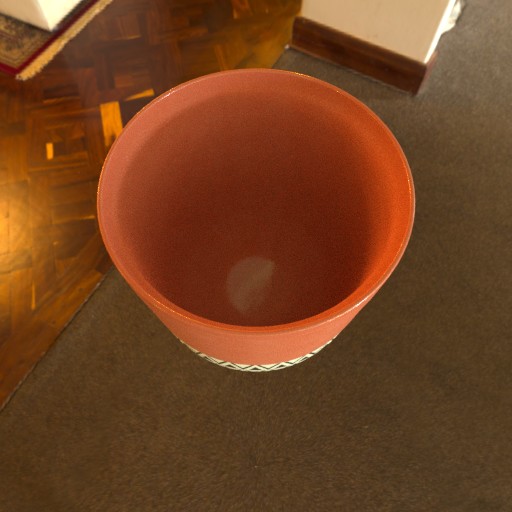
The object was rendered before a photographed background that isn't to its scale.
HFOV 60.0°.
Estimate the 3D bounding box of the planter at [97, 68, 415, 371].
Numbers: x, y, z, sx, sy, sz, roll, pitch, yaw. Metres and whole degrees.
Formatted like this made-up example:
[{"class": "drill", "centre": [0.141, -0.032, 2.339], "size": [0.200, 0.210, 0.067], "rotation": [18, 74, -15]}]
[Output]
[{"class": "planter", "centre": [0.000, 0.000, 0.370], "size": [0.195, 0.214, 0.195], "rotation": [0, 65, 0]}]
